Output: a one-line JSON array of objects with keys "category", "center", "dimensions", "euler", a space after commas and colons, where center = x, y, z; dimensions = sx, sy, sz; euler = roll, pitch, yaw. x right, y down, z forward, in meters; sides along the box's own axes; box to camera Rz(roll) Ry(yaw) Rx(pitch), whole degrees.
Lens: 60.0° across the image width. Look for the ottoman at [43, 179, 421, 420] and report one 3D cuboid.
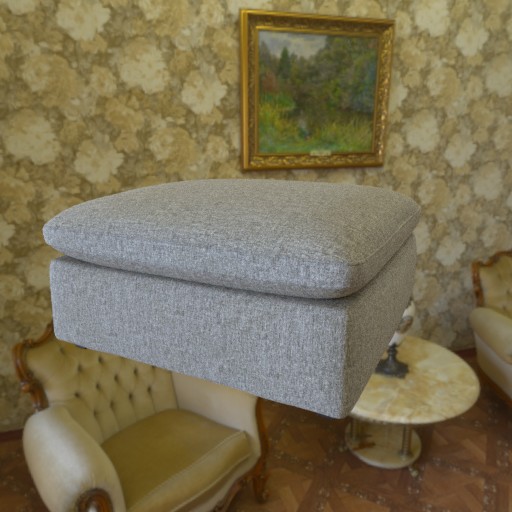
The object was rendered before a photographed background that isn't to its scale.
[{"category": "ottoman", "center": [0.000, 0.000, 1.614], "dimensions": [1.035, 0.526, 1.039], "euler": [7, 16, 26]}]
